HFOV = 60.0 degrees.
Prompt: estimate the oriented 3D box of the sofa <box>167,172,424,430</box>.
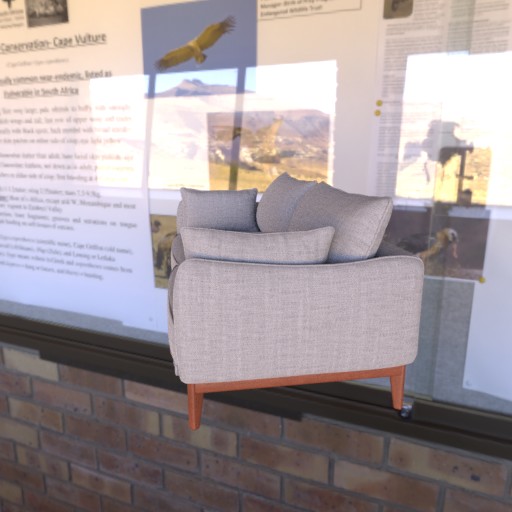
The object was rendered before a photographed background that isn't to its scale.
[{"bbox_3d":[0.000,0.000,2.514,0.972,0.851,1.989,-2,14,-9],"label":"sofa"}]
